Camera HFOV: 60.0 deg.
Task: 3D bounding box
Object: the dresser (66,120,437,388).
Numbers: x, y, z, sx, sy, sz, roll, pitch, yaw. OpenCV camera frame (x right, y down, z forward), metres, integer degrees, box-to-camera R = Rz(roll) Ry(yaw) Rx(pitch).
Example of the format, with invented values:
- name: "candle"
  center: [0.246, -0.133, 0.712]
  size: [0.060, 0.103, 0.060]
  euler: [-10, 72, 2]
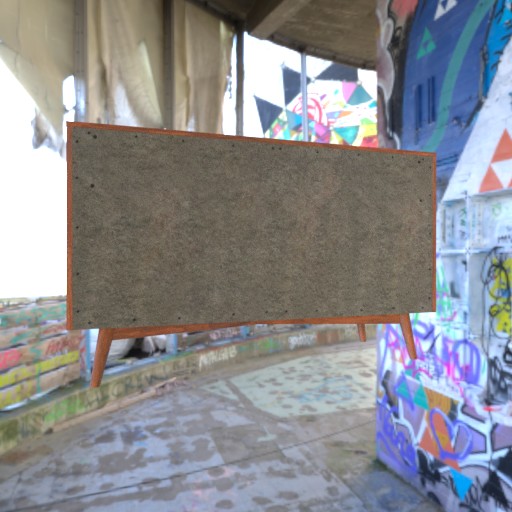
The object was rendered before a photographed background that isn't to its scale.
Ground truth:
- name: "dresser"
  center: [0.000, 0.000, 1.917]
  size: [1.472, 0.889, 0.500]
  euler: [0, 0, -18]
